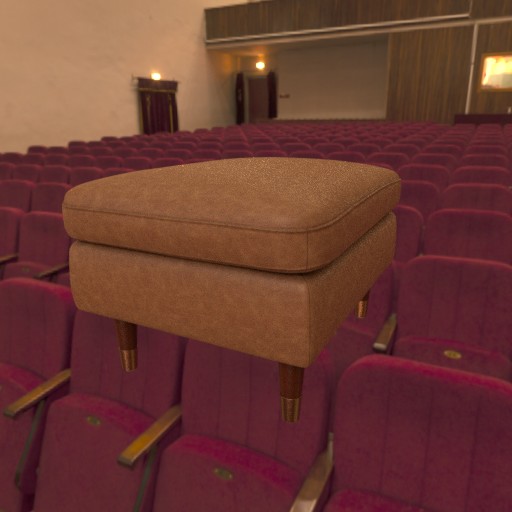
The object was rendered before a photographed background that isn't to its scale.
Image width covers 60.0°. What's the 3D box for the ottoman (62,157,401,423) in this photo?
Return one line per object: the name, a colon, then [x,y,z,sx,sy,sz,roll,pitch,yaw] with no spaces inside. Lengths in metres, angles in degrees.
ottoman: [0.000,0.000,1.132,0.593,0.478,0.747,8,18,26]
